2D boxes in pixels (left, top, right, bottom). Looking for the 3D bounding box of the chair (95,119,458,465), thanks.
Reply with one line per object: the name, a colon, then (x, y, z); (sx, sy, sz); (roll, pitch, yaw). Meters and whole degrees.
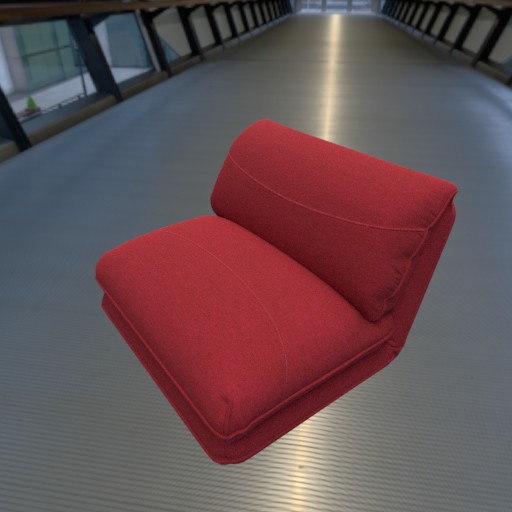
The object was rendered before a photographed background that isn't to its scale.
chair: (0.000, 0.000, 1.330); (0.780, 0.580, 0.820); (-21, 37, -31)
